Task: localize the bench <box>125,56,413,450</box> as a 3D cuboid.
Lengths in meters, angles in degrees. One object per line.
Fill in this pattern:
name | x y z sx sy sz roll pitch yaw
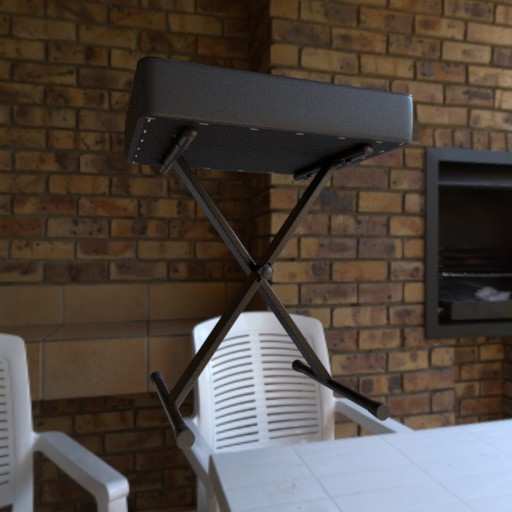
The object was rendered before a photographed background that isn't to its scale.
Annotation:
bench | 0.000 0.000 0.769 0.424 0.500 0.321 0 0 -20
